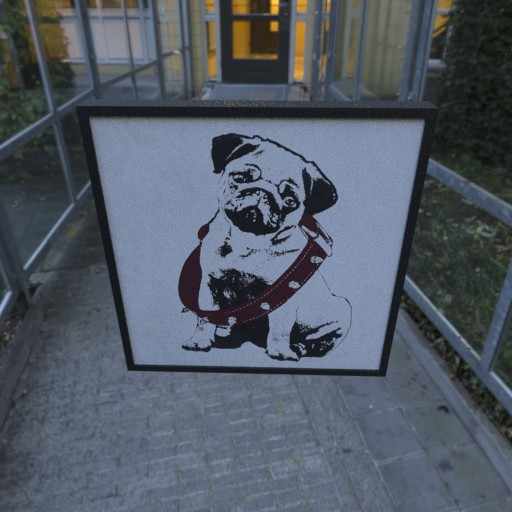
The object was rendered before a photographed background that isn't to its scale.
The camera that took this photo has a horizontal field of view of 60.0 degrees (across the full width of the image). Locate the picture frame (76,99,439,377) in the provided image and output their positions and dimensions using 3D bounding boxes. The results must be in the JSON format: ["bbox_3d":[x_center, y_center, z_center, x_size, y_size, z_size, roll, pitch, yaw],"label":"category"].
[{"bbox_3d":[0.000,0.000,0.479,0.317,0.317,0.030,1,30,2],"label":"picture frame"}]
